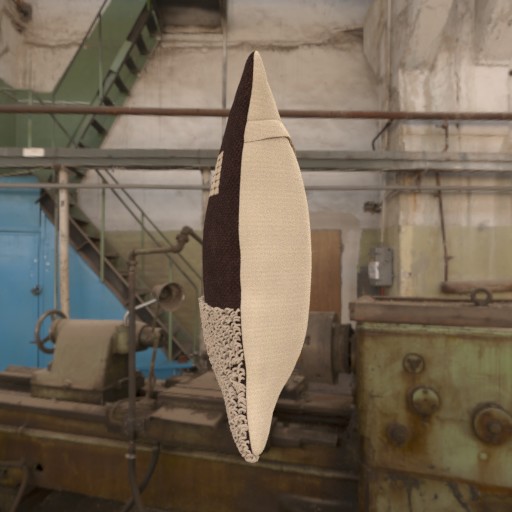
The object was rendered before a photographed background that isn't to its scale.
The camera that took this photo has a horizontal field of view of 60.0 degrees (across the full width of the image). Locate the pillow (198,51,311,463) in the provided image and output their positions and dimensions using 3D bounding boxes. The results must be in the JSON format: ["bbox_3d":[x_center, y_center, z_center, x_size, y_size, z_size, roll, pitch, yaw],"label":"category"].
[{"bbox_3d":[0.000,0.000,0.729,0.178,0.473,0.475,0,-1,1],"label":"pillow"}]
